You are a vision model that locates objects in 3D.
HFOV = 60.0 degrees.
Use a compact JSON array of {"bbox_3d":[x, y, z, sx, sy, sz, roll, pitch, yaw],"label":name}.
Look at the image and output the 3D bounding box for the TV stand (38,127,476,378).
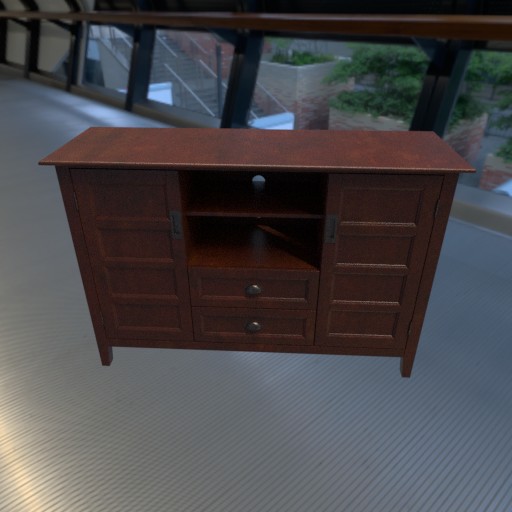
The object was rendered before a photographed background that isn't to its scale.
[{"bbox_3d":[0.000,0.000,1.803,1.372,0.915,0.445,2,30,3],"label":"TV stand"}]
